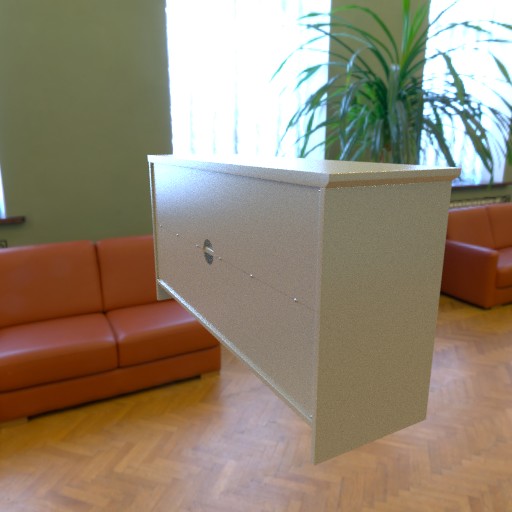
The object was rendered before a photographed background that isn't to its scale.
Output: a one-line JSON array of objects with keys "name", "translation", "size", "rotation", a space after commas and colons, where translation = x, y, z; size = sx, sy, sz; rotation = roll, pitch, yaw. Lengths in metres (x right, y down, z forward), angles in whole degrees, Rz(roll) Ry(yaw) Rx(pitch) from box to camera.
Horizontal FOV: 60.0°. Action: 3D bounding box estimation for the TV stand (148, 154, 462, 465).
[{"name": "TV stand", "translation": [0.000, 0.000, 1.417], "size": [0.344, 0.603, 1.167], "rotation": [-8, 16, -28]}]
